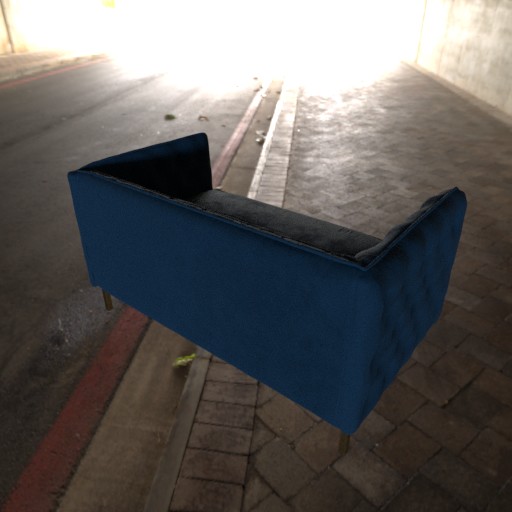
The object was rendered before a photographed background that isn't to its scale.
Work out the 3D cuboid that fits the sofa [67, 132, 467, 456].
[{"bbox_3d":[0.000,0.000,2.114,1.583,0.810,0.909,21,36,33],"label":"sofa"}]
